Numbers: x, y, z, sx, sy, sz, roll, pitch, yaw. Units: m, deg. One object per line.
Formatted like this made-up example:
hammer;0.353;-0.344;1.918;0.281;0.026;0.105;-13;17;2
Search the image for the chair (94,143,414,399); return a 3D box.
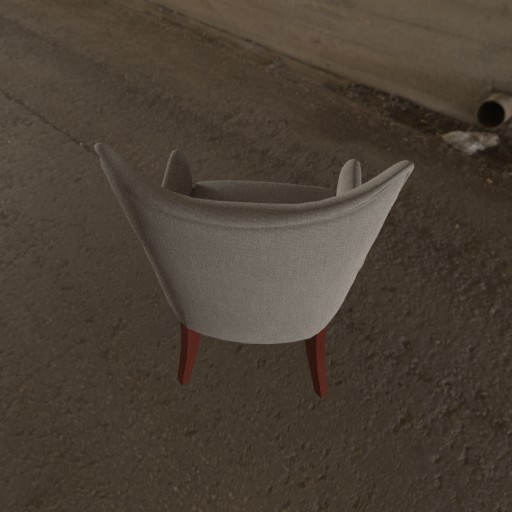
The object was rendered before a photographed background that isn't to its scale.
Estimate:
chair;0.000;0.000;1.422;0.732;0.948;0.677;4;47;4
